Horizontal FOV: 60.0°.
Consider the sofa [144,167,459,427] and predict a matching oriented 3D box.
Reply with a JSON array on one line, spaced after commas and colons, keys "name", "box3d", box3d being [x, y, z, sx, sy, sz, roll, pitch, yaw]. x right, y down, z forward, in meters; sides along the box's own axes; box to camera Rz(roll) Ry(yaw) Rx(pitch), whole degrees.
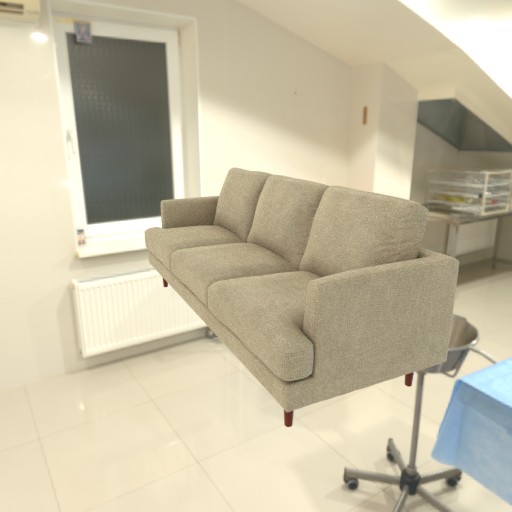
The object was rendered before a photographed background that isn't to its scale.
[{"name": "sofa", "box3d": [0.000, 0.000, 2.749, 0.903, 0.930, 2.246, -8, 18, -25]}]
